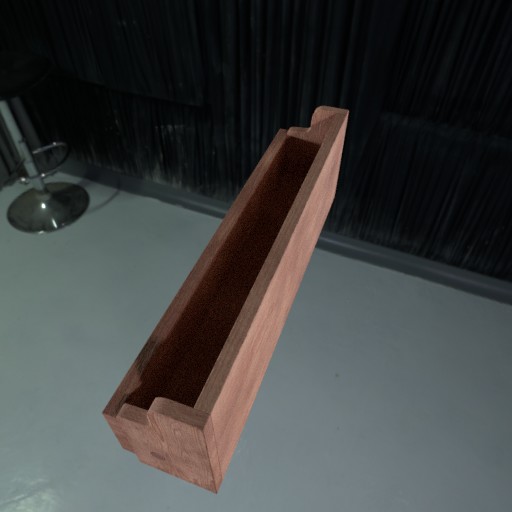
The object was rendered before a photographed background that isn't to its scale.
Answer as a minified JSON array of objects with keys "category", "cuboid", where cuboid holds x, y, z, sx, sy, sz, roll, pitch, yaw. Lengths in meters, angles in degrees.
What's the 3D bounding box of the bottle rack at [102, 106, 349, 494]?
[{"category":"bottle rack","cuboid":[0.000,0.000,0.680,0.126,0.196,0.608,15,49,14]}]
